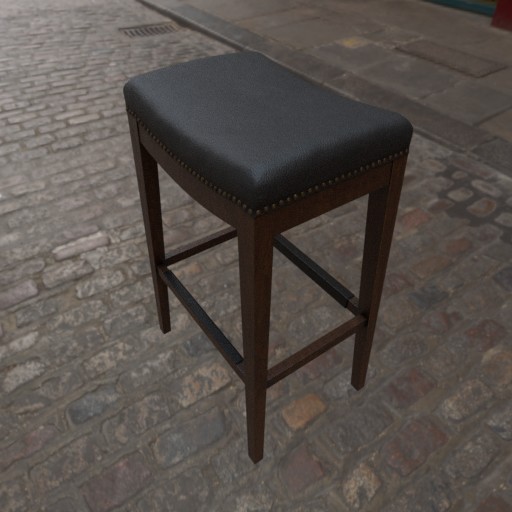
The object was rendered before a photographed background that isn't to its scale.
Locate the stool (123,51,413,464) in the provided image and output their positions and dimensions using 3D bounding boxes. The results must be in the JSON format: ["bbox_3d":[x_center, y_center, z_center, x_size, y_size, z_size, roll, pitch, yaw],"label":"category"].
[{"bbox_3d":[0.000,0.000,1.020,0.361,0.765,0.500,-25,47,-26],"label":"stool"}]
